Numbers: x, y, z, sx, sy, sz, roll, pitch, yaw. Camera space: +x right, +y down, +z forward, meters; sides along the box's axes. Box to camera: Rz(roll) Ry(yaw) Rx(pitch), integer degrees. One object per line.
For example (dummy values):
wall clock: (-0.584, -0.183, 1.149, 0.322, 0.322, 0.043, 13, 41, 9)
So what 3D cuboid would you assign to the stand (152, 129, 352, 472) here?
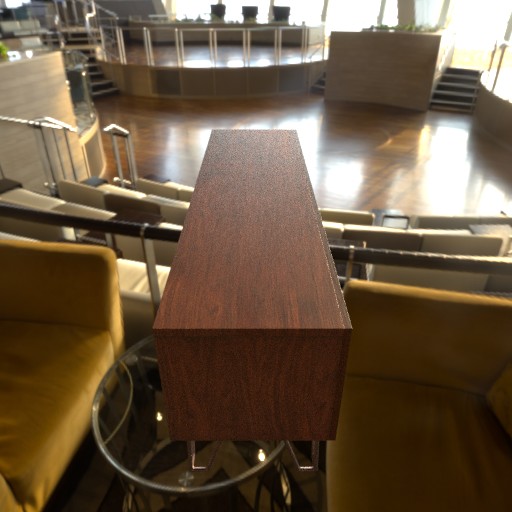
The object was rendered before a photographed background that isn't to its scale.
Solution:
stand: (0.000, 0.000, 1.866, 0.481, 0.610, 1.626, 0, 32, 0)
